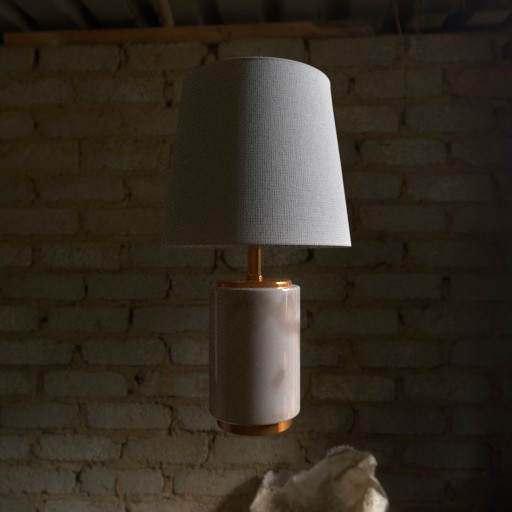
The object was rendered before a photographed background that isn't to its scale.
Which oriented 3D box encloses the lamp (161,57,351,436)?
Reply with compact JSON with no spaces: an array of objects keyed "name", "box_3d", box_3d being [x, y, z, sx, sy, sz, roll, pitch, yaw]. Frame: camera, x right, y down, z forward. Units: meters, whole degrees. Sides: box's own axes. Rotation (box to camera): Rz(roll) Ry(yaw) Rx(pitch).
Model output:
[{"name":"lamp","box_3d":[0.000,0.000,0.452,0.189,0.340,0.189,0,0,0]}]
